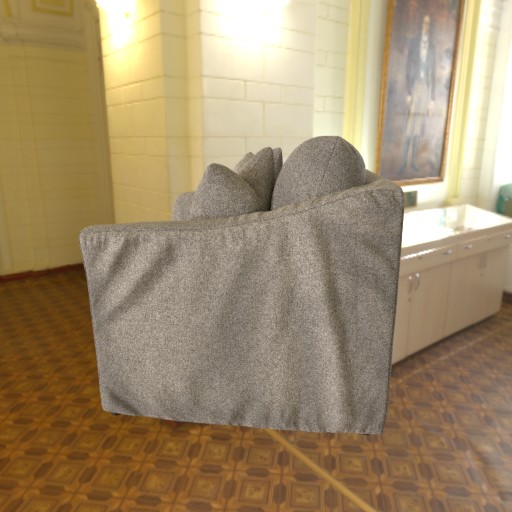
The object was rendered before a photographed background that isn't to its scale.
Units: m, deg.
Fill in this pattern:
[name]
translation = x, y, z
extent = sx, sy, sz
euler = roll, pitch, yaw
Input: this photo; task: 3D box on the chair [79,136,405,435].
[chair]
translation = 0.000, 0.000, 2.025
extent = 1.071, 1.059, 1.194
euler = 2, 14, 7
